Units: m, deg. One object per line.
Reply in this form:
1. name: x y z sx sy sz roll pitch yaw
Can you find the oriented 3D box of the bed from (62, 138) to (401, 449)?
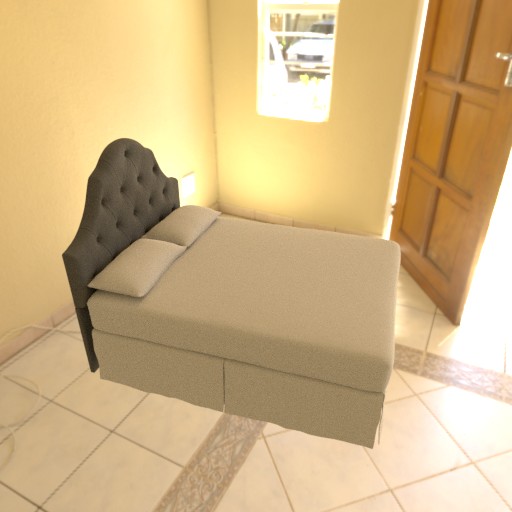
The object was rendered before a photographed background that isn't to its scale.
1. bed: 0.000 0.000 3.325 2.155 1.575 1.636 9 31 15
